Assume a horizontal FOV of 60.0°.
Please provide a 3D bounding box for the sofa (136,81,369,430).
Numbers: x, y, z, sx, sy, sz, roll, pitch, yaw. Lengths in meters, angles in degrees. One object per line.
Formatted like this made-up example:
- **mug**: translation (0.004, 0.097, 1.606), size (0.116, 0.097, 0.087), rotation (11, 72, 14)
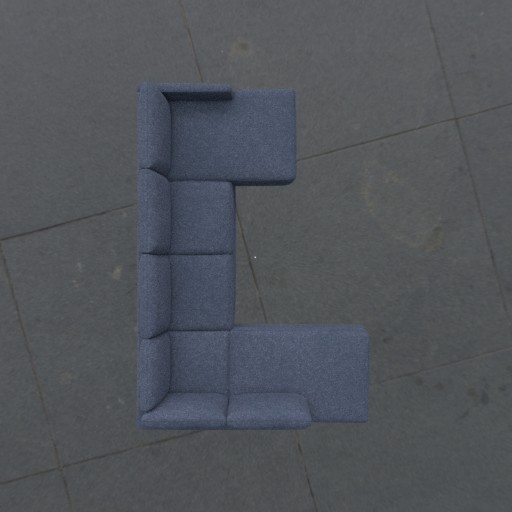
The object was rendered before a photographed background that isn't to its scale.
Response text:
- **sofa**: translation (0.000, 0.000, 3.893), size (2.007, 0.813, 2.956), rotation (0, 90, 0)
